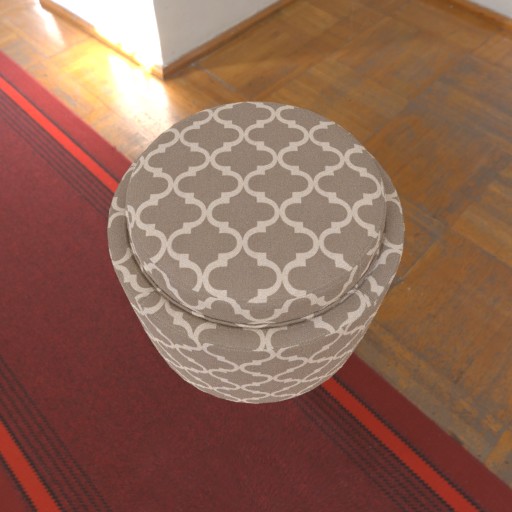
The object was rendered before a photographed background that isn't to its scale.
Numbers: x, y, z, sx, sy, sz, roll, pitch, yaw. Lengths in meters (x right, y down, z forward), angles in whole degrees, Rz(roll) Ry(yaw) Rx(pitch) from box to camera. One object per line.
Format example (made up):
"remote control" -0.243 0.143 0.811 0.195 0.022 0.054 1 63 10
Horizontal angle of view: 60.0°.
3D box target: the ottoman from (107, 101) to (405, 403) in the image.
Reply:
"ottoman" 0.000 0.000 0.833 0.480 0.429 0.480 0 59 0
